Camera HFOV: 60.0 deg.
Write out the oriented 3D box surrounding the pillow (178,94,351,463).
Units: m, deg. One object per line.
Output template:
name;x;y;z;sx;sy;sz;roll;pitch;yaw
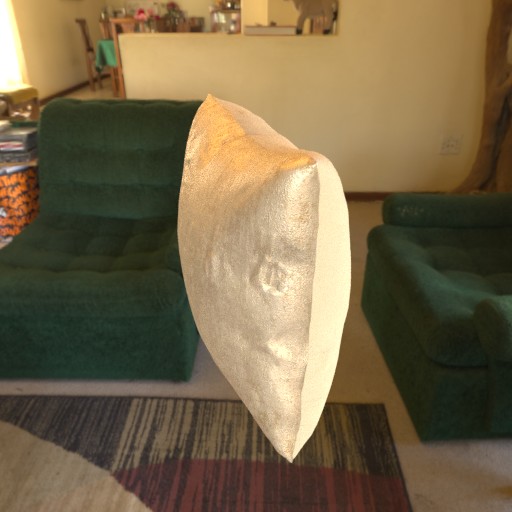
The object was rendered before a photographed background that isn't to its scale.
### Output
pillow;0.000;0.000;0.725;0.245;0.448;0.450;-8;30;-14
